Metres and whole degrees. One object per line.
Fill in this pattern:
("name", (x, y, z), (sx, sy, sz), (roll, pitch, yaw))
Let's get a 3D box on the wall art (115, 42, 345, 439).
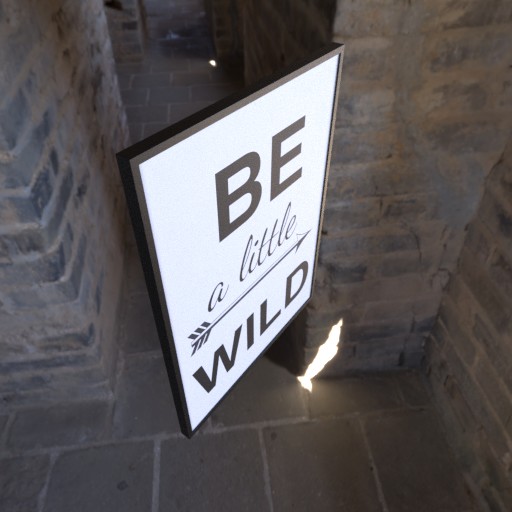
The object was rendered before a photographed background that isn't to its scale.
("wall art", (0.000, 0.000, 1.388), (0.038, 1.062, 0.806), (26, 48, 26))
